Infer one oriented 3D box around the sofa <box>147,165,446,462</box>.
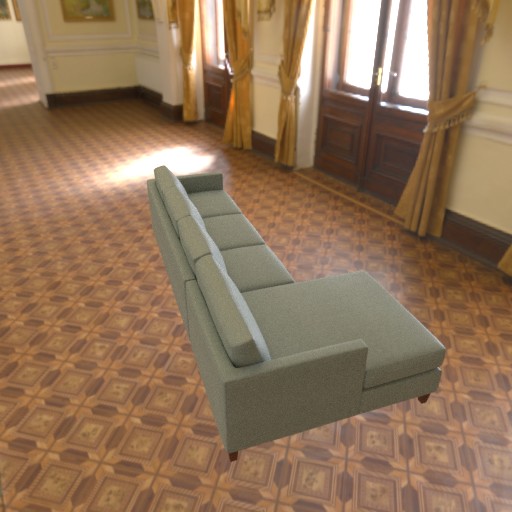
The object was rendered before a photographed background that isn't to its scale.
[{"bbox_3d":[0.000,0.000,4.207,1.600,0.953,3.470,-10,31,-16],"label":"sofa"}]
